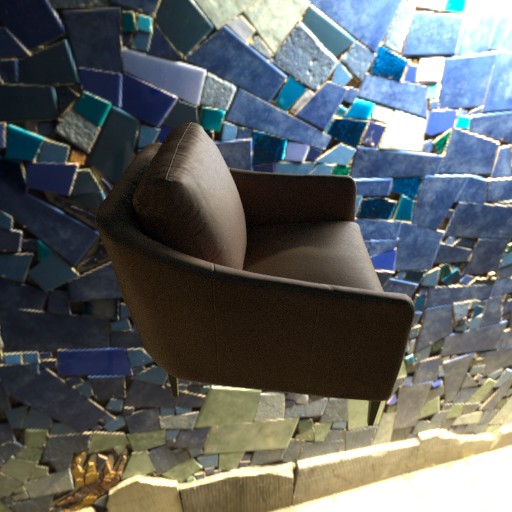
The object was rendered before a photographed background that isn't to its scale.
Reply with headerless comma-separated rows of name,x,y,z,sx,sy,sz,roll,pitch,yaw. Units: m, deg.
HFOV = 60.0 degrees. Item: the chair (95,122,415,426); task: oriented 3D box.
chair,0.000,0.000,1.745,0.963,0.895,0.988,0,31,0
